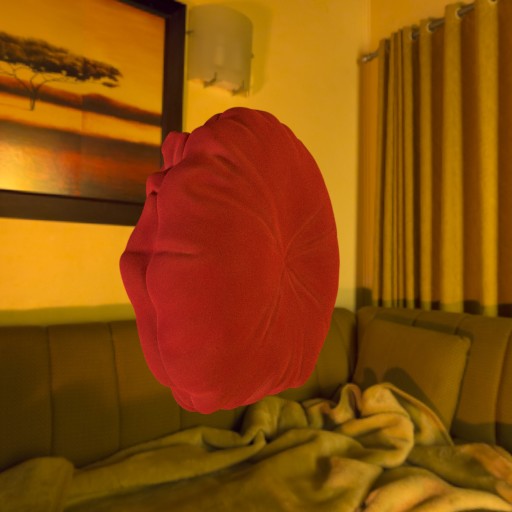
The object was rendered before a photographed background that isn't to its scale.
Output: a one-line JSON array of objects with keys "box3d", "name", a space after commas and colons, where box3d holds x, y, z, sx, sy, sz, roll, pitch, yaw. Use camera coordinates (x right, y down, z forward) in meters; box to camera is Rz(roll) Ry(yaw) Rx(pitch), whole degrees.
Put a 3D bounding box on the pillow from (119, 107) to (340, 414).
[{"box3d": [0.000, 0.000, 0.642, 0.148, 0.407, 0.428, -1, -2, 34], "name": "pillow"}]
